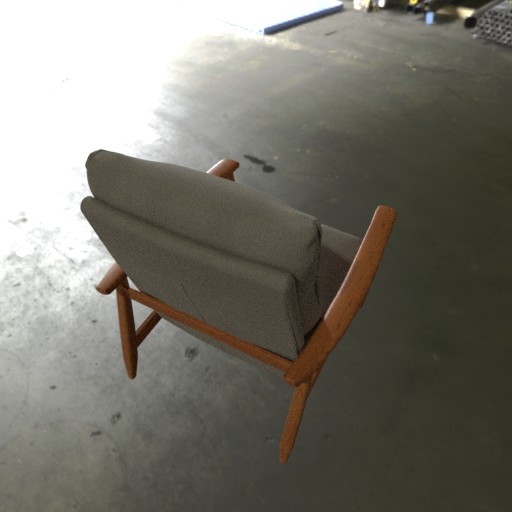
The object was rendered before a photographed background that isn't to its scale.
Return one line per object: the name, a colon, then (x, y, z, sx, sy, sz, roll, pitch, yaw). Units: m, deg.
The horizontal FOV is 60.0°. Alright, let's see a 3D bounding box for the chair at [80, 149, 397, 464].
chair: (0.000, 0.000, 1.509, 0.782, 0.922, 0.816, 21, 48, 20)
